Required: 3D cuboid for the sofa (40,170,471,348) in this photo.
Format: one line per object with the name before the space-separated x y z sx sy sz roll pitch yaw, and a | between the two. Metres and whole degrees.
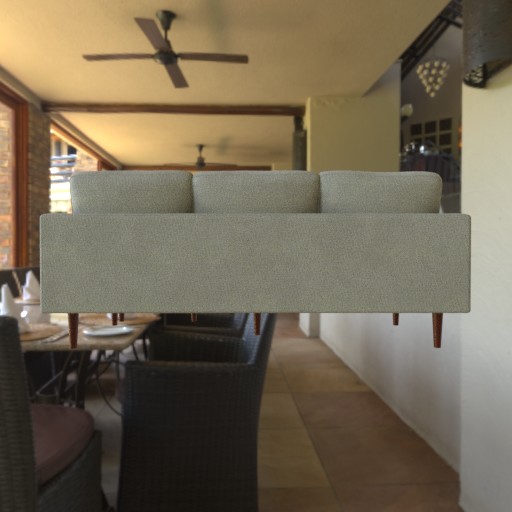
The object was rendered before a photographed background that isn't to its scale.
sofa | 0.000 0.000 3.015 2.233 0.956 1.504 0 1 0
